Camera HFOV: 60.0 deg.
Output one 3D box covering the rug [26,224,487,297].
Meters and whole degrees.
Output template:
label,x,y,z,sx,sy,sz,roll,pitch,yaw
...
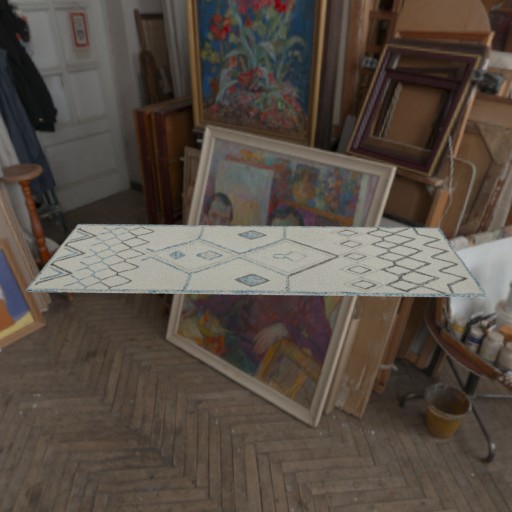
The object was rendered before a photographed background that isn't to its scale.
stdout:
label,x,y,z,sx,sy,sz,roll,pitch,yaw
rug,0.000,0.000,2.664,2.434,0.013,0.770,1,31,1
